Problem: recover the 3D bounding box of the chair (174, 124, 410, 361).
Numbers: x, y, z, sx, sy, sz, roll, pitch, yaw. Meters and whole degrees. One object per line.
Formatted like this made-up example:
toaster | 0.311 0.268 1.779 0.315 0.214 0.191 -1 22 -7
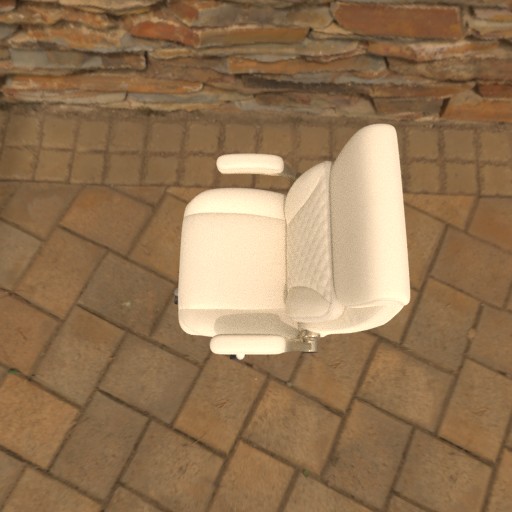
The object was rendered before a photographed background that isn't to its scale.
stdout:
chair | 0.000 0.000 1.665 0.794 1.110 0.740 -3 75 -1
